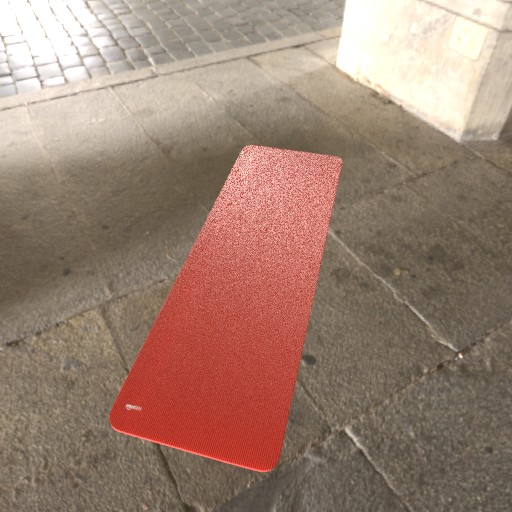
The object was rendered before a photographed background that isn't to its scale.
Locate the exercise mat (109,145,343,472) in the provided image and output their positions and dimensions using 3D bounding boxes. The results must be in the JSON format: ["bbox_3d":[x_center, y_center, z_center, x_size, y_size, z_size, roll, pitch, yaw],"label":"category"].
[{"bbox_3d":[0.000,0.000,2.109,0.616,0.021,1.869,11,47,10],"label":"exercise mat"}]
